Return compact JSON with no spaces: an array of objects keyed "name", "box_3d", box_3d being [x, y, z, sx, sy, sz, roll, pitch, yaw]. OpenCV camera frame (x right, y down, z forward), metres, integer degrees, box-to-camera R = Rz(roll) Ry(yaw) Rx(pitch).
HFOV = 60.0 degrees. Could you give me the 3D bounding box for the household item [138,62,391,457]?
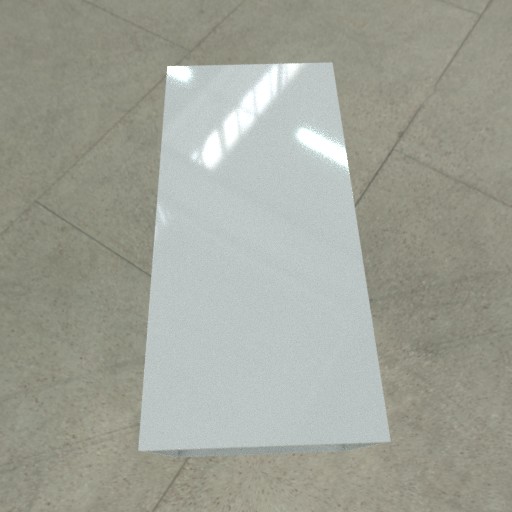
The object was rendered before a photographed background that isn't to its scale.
[{"name":"household item","box_3d":[0.000,0.000,2.108,0.800,0.745,1.700,-2,64,-1]}]
